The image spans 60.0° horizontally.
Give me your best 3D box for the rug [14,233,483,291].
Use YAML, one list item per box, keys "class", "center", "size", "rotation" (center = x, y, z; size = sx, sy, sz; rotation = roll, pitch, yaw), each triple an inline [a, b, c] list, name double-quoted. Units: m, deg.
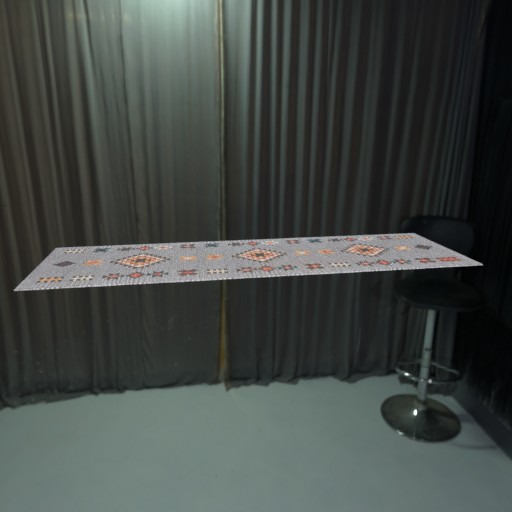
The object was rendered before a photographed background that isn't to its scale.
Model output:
- class: "rug"
  center: [0.000, 0.000, 2.634]
  size: [2.432, 0.008, 0.766]
  rotation: [-3, 16, -9]
